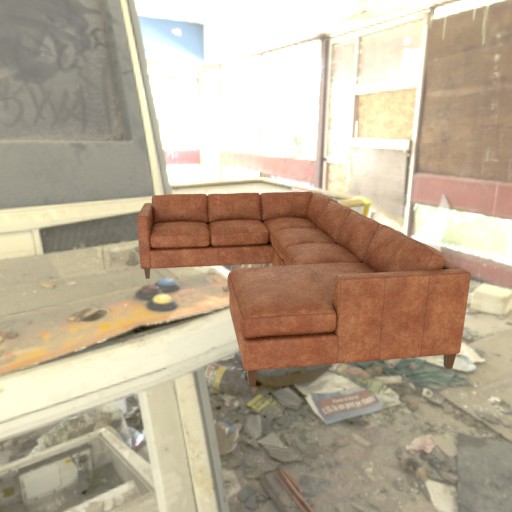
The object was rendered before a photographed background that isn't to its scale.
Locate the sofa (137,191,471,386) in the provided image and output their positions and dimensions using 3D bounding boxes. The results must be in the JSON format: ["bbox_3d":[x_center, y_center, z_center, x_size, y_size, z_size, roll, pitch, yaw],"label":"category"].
[{"bbox_3d":[0.000,0.000,4.468,2.452,0.888,3.324,-2,16,-8],"label":"sofa"}]
